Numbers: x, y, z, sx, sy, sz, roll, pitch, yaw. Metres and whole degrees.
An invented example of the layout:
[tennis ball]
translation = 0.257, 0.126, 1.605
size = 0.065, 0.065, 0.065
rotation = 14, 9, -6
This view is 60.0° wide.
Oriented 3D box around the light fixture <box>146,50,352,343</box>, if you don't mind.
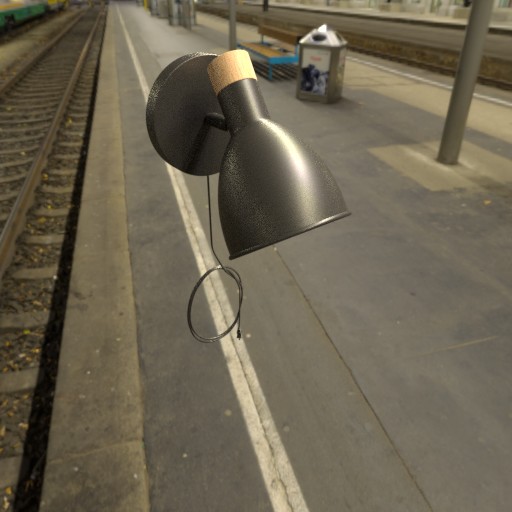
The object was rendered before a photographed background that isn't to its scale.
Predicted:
[light fixture]
translation = 0.000, 0.000, 0.479
size = 0.127, 0.401, 0.203
rotation = -21, 37, -31
